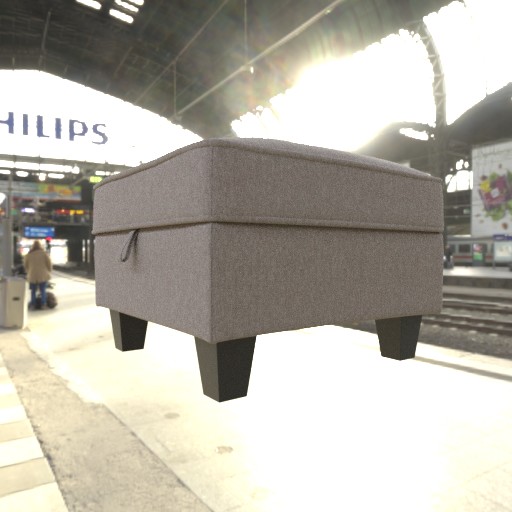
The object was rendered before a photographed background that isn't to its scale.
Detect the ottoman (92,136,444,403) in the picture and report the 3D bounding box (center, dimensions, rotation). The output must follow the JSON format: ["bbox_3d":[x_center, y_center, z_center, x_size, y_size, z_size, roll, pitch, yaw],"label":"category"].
[{"bbox_3d":[0.000,0.000,1.393,0.871,0.612,0.808,0,0,-36],"label":"ottoman"}]
